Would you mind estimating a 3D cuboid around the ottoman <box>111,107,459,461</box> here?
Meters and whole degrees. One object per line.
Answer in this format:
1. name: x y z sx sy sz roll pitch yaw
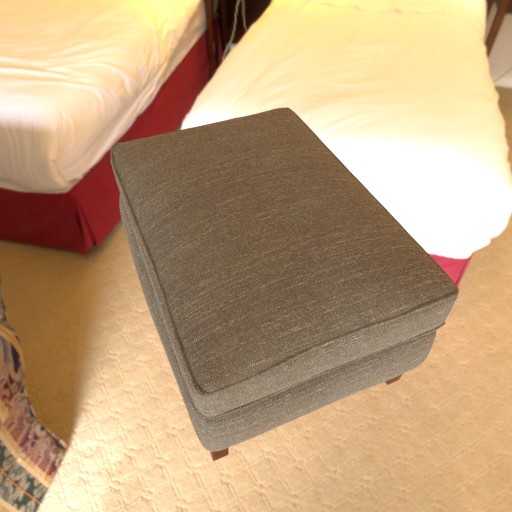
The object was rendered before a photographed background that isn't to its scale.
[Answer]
1. ottoman: 0.000 0.000 0.984 0.508 0.406 0.686 -17 50 -15
